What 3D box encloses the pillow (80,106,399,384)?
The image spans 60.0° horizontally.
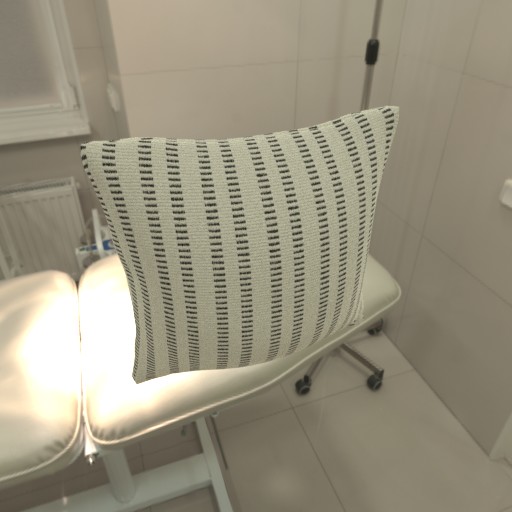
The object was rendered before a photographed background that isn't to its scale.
[{"bbox_3d":[0.000,0.000,0.686,0.438,0.419,0.247,-12,36,-16],"label":"pillow"}]
